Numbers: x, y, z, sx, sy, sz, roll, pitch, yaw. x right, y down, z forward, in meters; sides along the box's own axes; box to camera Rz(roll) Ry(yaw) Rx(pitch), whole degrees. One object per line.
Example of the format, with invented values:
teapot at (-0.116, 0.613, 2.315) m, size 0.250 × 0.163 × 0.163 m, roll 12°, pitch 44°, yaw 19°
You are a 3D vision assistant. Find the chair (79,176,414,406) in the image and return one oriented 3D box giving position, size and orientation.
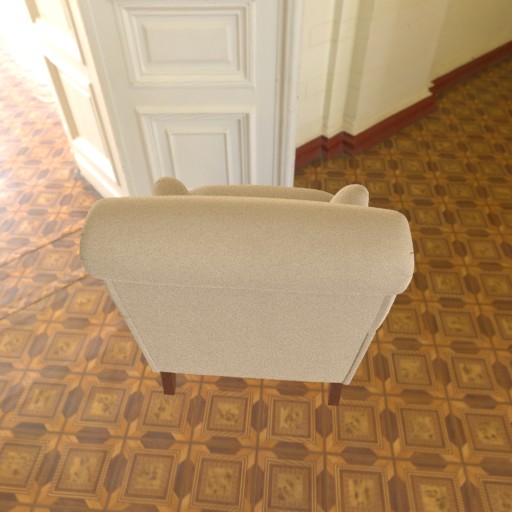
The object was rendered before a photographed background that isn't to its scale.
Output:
chair at (0.000, 0.000, 1.515) m, size 0.766 × 0.942 × 0.842 m, roll 3°, pitch 46°, yaw 3°
